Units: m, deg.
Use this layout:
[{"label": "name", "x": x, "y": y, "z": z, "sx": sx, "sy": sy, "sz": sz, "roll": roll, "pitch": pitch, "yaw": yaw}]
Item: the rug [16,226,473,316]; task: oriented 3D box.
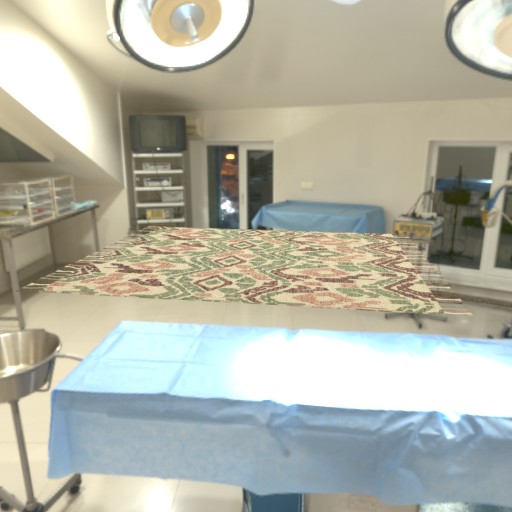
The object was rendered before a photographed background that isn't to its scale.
[{"label": "rug", "x": 0.000, "y": 0.000, "z": 4.024, "sx": 3.048, "sy": 0.010, "sz": 2.438, "roll": 2, "pitch": 15, "yaw": 9}]
